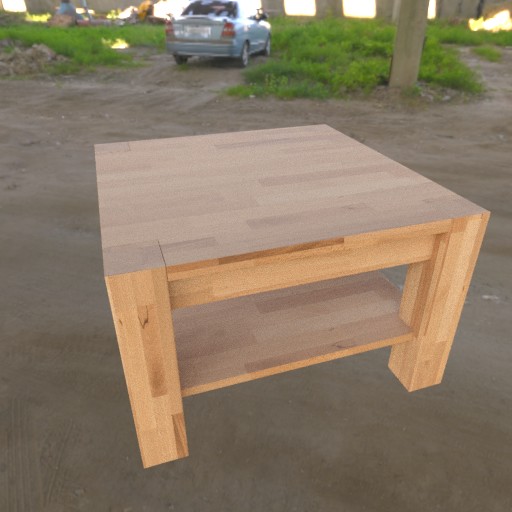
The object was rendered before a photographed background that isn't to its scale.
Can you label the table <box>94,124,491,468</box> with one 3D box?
[{"bbox_3d":[0.000,0.000,1.140,0.700,0.451,0.700,-10,32,-16],"label":"table"}]
